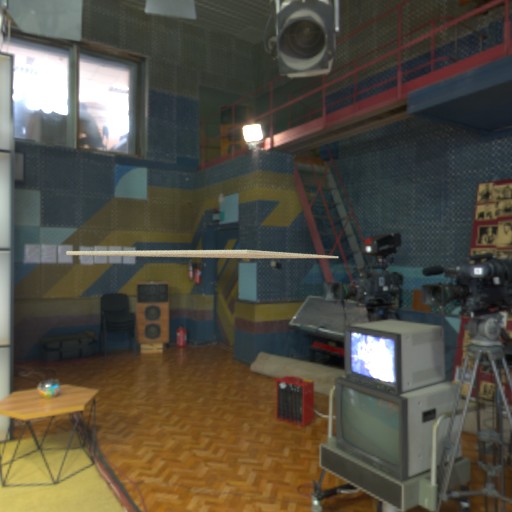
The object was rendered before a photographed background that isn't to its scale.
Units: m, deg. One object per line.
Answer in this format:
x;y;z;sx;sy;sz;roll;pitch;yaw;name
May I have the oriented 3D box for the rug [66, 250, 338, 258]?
0.000;0.000;2.526;0.661;0.013;2.297;0;-1;17;rug
